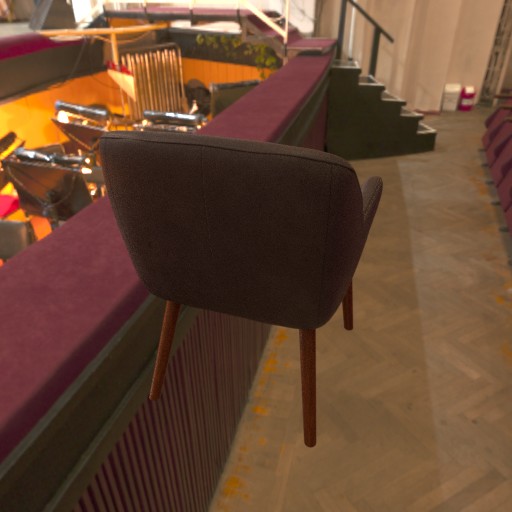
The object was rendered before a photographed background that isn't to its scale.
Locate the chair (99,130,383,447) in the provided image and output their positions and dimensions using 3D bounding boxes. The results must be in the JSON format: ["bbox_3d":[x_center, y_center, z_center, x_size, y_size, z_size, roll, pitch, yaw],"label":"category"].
[{"bbox_3d":[0.000,0.000,1.258,0.610,0.828,0.610,10,33,16],"label":"chair"}]
